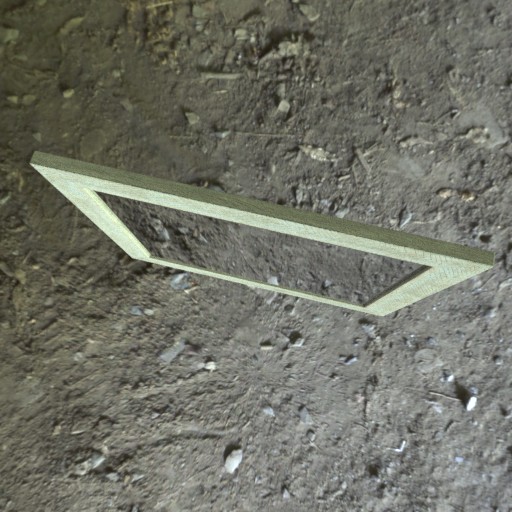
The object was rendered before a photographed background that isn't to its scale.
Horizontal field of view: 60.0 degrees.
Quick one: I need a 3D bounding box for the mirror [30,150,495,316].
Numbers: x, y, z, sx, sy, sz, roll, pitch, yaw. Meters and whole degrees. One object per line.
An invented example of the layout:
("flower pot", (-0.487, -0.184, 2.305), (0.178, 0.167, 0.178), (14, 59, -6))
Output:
("mirror", (0.000, 0.000, 1.113), (0.839, 0.689, 0.028), (13, 76, 3))
